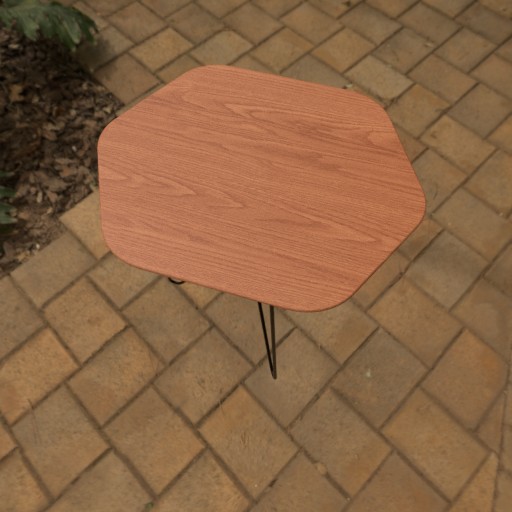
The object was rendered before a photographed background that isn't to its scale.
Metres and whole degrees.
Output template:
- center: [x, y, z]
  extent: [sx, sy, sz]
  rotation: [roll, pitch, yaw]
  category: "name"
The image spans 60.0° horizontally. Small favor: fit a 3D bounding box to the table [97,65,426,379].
- center: [0.000, 0.000, 0.904]
  extent: [0.500, 0.562, 0.400]
  rotation: [15, 64, 7]
  category: "table"
